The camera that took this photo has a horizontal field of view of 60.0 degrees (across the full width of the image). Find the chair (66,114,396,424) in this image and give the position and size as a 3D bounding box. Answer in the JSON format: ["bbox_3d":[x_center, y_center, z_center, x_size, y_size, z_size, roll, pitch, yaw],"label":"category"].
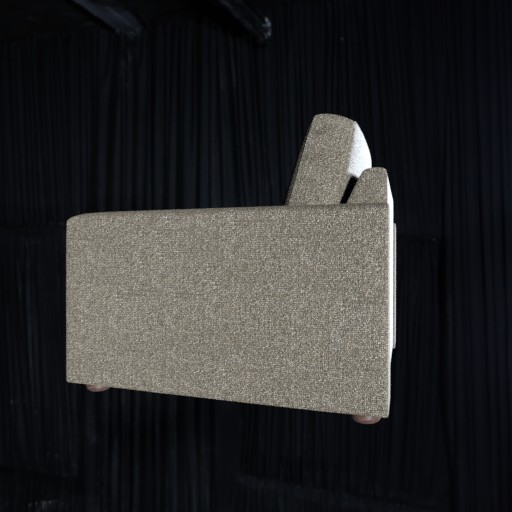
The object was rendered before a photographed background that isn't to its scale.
[{"bbox_3d":[0.000,0.000,1.714,1.016,0.873,1.005,0,1,18],"label":"chair"}]
